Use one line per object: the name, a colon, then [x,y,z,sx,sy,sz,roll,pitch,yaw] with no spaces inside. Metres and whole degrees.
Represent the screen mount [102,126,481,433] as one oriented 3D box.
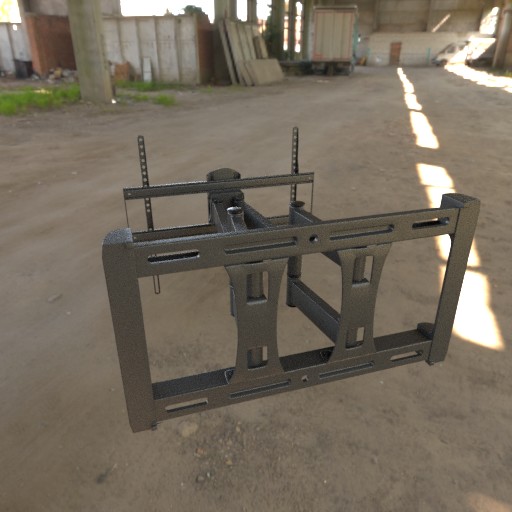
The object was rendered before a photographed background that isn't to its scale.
screen mount: [0.000,0.000,0.928,0.571,0.424,0.556,-8,27,-16]
